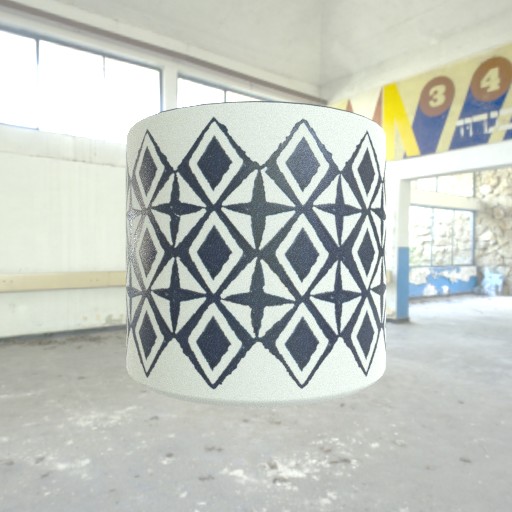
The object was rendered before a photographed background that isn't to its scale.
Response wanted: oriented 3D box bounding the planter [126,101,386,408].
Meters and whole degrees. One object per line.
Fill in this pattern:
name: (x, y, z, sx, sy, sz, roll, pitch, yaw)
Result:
planter: (0.000, 0.000, 0.397, 0.224, 0.203, 0.224, 0, 0, 0)
